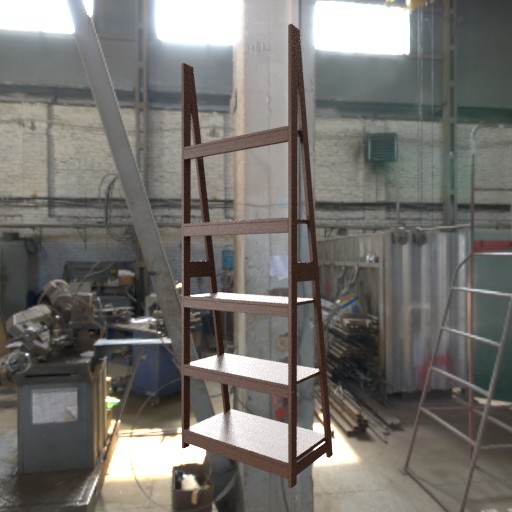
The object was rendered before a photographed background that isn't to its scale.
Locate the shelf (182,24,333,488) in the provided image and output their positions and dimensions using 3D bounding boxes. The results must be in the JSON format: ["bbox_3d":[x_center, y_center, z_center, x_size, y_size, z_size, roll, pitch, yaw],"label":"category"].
[{"bbox_3d":[0.000,0.000,2.005,0.600,1.770,0.350,0,0,36],"label":"shelf"}]
